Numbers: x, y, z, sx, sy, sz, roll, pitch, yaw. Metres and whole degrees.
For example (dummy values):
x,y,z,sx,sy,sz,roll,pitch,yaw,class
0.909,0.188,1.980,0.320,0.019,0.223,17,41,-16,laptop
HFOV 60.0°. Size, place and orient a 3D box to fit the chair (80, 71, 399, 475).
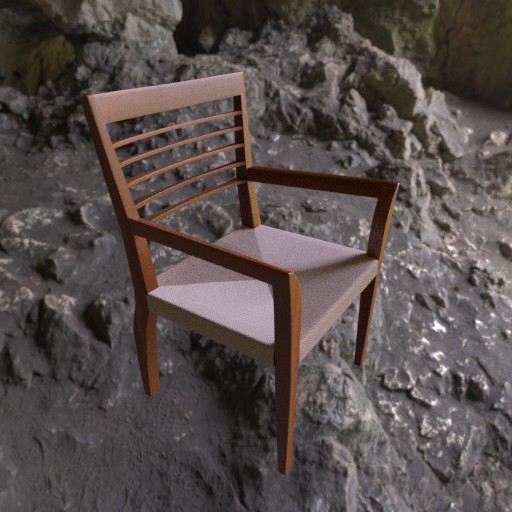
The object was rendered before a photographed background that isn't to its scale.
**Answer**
x,y,z,sx,sy,sz,roll,pitch,yaw,class
0.000,0.000,1.202,0.540,0.855,0.587,18,33,30,chair
